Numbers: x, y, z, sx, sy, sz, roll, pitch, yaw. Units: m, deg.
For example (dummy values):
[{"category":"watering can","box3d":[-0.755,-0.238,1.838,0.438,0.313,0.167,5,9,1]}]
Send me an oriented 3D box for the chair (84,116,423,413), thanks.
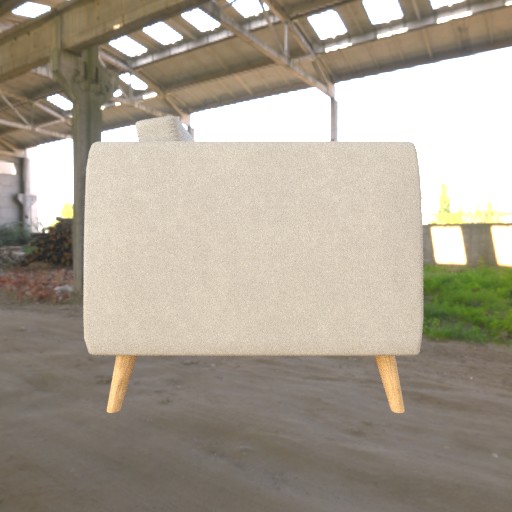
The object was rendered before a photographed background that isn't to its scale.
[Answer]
[{"category":"chair","box3d":[0.000,0.000,1.672,0.930,0.860,1.000,0,1,0]}]
